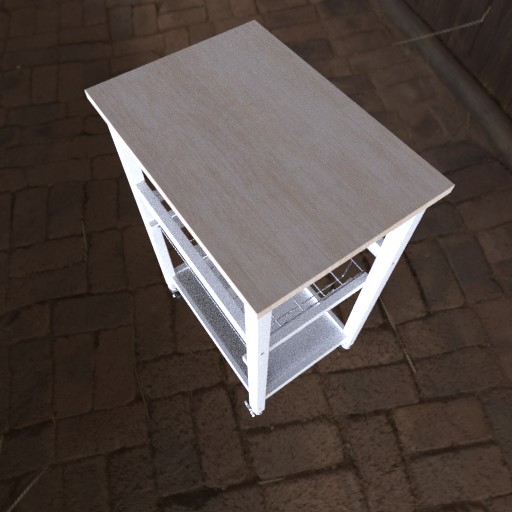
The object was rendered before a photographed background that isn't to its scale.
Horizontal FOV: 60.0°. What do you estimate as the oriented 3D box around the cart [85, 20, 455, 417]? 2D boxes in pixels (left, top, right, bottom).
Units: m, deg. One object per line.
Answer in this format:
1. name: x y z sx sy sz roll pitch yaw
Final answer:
1. cart: 0.000 0.000 1.165 0.406 0.857 0.578 -31 64 -17
